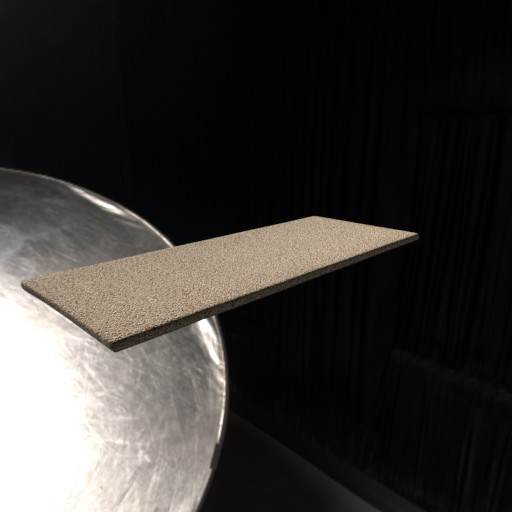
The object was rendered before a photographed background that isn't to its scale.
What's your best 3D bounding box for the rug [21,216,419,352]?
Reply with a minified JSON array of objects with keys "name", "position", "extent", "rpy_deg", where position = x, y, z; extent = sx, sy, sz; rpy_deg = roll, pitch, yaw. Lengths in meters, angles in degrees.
[{"name":"rug","position":[0.000,0.000,1.723],"extent":[0.609,0.030,1.524],"rpy_deg":[15,22,43]}]
